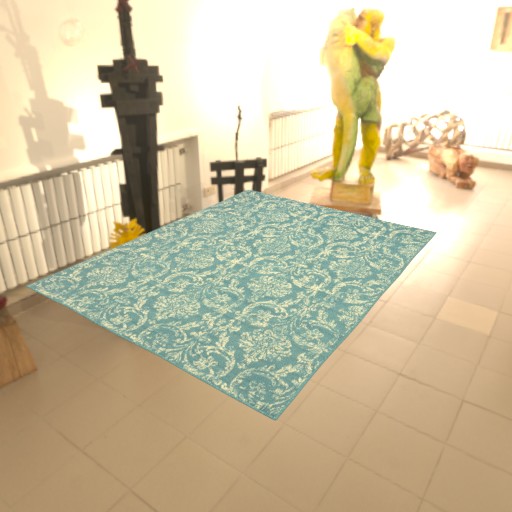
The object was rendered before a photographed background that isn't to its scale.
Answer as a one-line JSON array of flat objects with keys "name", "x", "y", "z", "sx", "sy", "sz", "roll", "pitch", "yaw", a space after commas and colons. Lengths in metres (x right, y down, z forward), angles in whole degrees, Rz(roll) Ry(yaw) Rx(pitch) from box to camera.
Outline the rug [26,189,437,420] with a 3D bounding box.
[{"name": "rug", "x": 0.000, "y": 0.000, "z": 3.989, "sx": 2.363, "sy": 0.012, "sz": 2.980, "roll": 18, "pitch": 32, "yaw": 31}]
